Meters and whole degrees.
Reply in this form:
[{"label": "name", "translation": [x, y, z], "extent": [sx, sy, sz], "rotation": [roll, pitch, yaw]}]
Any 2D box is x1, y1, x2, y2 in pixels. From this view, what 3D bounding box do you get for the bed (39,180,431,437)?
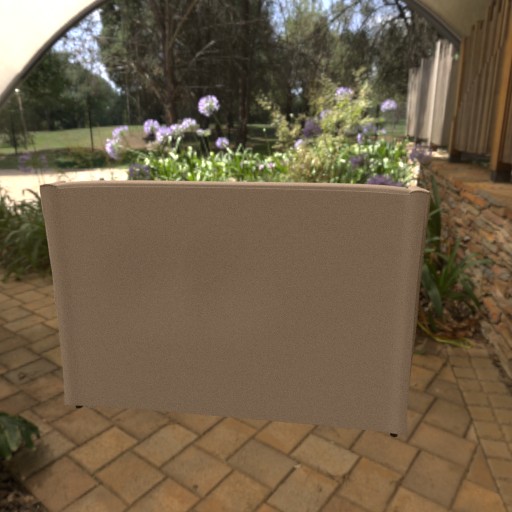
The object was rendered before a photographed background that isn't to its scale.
[{"label": "bed", "translation": [0.000, 0.000, 3.342], "extent": [1.925, 1.332, 2.276], "rotation": [2, 16, 8]}]
